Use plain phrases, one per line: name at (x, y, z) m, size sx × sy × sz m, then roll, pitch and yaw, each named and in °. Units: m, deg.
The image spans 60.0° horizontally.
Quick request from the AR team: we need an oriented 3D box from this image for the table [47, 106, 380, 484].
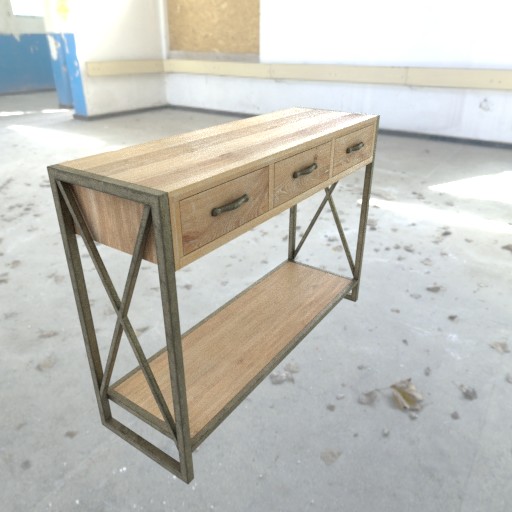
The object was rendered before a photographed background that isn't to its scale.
table at (0.000, 0.000, 1.416) m, size 0.361 × 0.763 × 1.059 m, roll 17°, pitch 31°, yaw 31°
